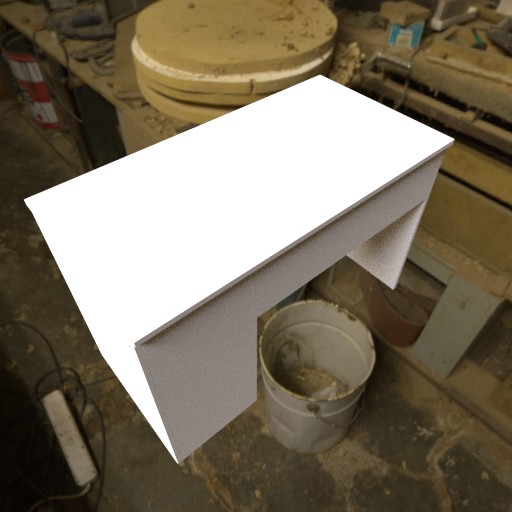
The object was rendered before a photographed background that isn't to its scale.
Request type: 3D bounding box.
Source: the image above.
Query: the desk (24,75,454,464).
[{"bbox_3d":[0.000,0.000,1.506,1.096,0.730,0.560,-32,55,-26],"label":"desk"}]
